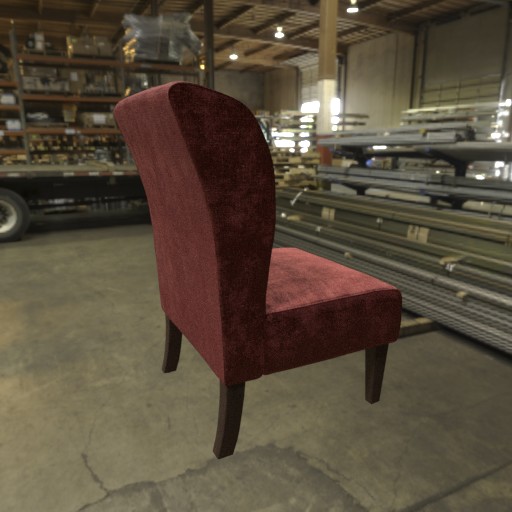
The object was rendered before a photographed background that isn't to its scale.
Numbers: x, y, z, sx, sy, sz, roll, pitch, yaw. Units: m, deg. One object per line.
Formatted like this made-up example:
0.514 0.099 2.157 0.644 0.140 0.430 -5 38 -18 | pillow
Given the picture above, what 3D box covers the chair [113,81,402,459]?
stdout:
0.000 0.000 1.251 0.640 0.846 0.538 -7 16 -26 | chair
